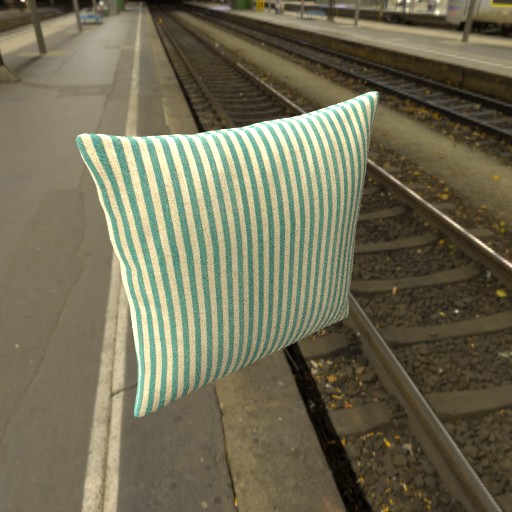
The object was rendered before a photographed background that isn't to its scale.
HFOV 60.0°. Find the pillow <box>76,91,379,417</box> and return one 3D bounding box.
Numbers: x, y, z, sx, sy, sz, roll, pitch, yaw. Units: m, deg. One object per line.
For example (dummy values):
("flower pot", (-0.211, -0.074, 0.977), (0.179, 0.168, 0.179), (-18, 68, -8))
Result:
("pillow", (0.000, 0.000, 0.787), (0.523, 0.510, 0.166), (-19, 36, -29))
